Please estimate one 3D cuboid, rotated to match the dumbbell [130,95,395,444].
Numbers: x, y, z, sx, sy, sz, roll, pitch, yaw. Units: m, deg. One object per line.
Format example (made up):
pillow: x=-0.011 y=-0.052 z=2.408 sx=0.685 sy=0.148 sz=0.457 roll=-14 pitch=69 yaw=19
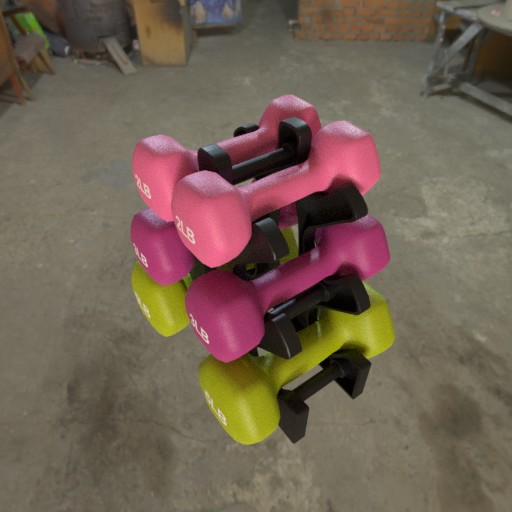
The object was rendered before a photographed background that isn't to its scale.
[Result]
dumbbell: x=0.000 y=0.000 z=0.442 sx=0.203 sy=0.261 sz=0.257 roll=-26 pitch=48 yaw=-26
